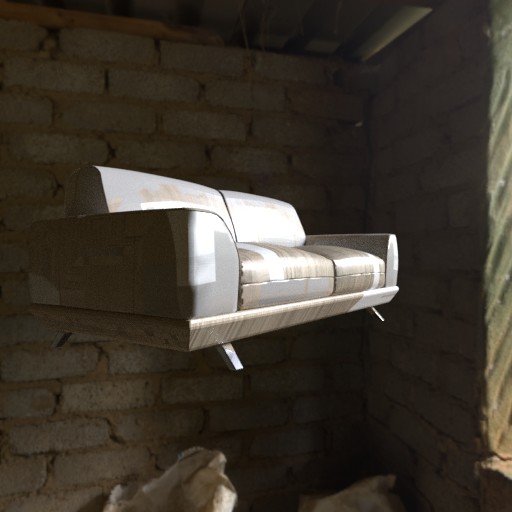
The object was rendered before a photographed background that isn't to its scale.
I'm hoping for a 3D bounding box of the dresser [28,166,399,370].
[{"bbox_3d":[0.000,0.000,5.595,2.251,1.863,4.679,0,0,35],"label":"dresser"}]
